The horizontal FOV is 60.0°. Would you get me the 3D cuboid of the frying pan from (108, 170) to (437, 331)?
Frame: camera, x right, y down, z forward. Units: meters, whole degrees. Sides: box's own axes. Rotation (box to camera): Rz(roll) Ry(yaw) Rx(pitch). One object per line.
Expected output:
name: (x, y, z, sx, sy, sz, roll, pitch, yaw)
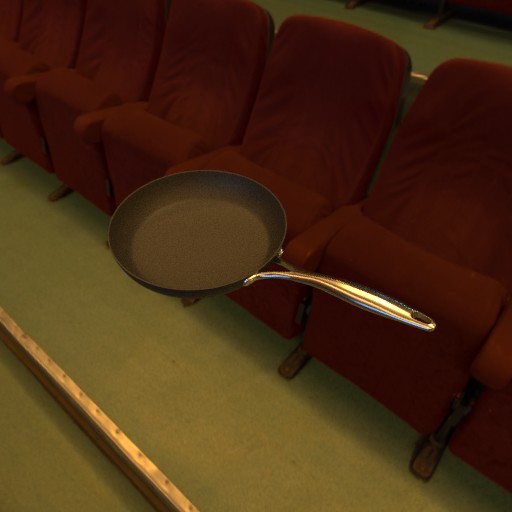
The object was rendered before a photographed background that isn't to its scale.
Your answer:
frying pan: (0.000, 0.000, 0.589, 0.472, 0.105, 0.255, 31, 54, 27)
